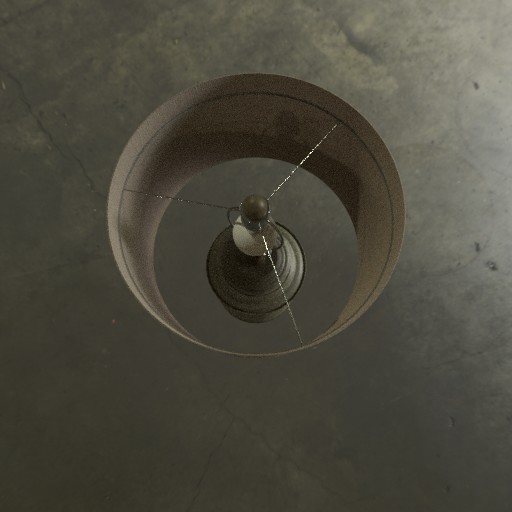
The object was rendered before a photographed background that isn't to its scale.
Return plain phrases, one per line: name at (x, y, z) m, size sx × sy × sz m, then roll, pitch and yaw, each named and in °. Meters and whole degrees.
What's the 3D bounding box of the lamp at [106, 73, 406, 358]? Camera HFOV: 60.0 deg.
lamp at (0.000, 0.000, 0.705) m, size 0.318 × 0.486 × 0.318 m, roll 0°, pitch 76°, yaw 0°
